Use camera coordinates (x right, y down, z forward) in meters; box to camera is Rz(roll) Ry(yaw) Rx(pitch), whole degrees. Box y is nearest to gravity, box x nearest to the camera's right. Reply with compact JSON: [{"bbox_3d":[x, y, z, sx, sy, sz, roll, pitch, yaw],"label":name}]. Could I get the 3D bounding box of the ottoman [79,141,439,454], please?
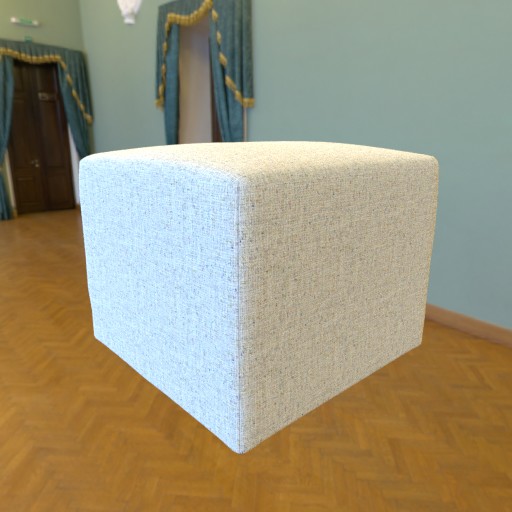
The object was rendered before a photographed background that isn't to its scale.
[{"bbox_3d":[0.000,0.000,0.909,0.521,0.453,0.512,-14,21,-40],"label":"ottoman"}]
